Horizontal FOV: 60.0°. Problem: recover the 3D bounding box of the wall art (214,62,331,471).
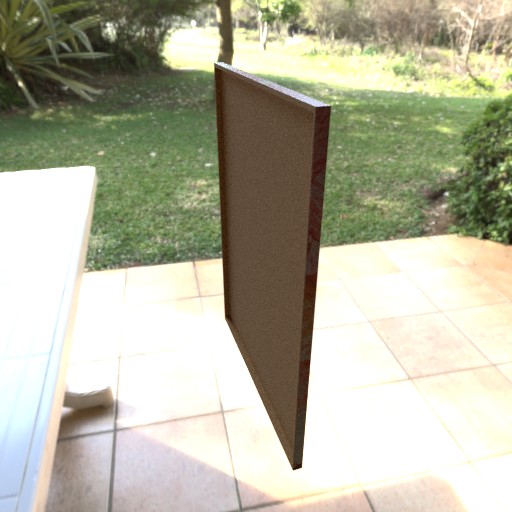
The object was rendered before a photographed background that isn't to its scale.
[{"bbox_3d":[0.000,0.000,1.351,0.031,1.015,0.762,-9,31,-16],"label":"wall art"}]
